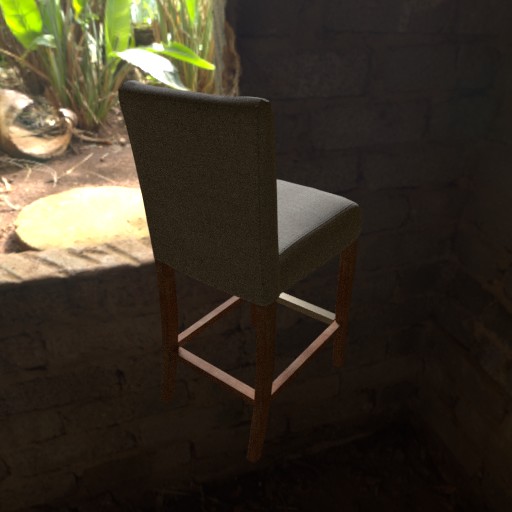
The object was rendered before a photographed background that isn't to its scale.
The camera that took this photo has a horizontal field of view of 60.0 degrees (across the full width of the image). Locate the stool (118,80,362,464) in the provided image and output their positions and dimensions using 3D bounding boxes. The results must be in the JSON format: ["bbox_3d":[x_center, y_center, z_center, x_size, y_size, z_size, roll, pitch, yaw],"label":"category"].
[{"bbox_3d":[0.000,0.000,1.369,0.454,1.039,0.567,21,35,32],"label":"stool"}]
